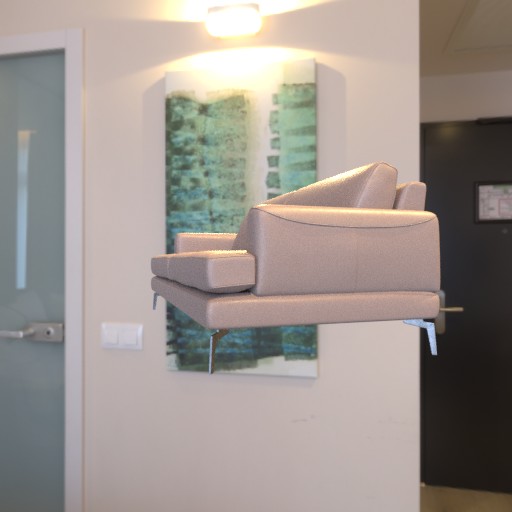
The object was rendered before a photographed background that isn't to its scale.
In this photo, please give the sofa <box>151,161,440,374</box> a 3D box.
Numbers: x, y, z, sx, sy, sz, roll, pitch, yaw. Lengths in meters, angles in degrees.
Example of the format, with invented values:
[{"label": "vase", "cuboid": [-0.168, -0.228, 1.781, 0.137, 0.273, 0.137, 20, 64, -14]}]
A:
[{"label": "sofa", "cuboid": [0.000, 0.000, 2.452, 0.974, 0.765, 1.940, 0, 0, -18]}]
